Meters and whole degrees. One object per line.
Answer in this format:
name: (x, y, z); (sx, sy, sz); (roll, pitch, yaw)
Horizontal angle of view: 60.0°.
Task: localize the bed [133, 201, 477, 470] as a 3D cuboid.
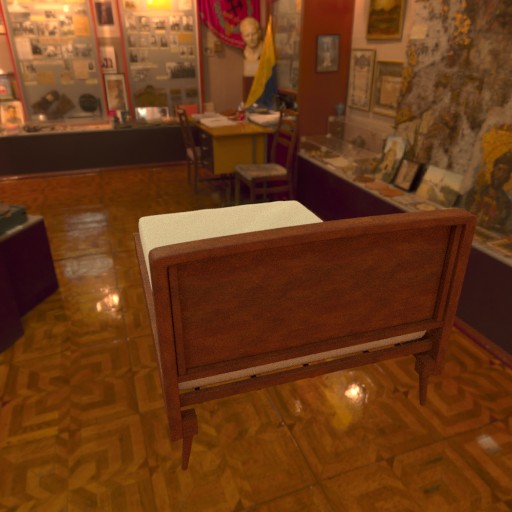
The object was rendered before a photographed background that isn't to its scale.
bed: (0.000, 0.000, 3.159); (1.587, 1.275, 2.196); (-8, 27, -16)
